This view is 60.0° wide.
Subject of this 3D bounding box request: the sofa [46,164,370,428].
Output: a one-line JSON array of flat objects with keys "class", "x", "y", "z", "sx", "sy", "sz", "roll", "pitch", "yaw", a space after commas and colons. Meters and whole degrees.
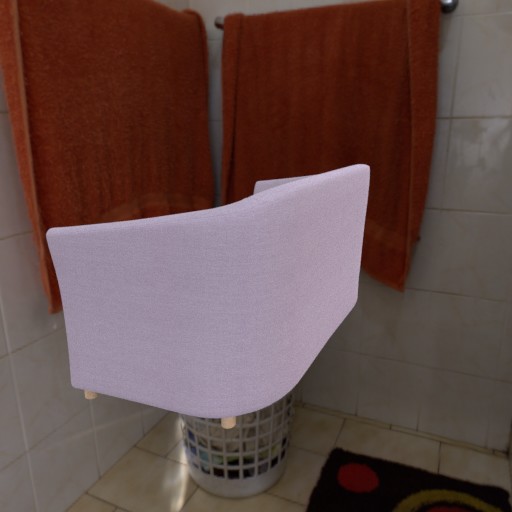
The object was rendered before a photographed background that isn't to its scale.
[{"class": "sofa", "x": 0.000, "y": 0.000, "z": 1.853, "sx": 0.705, "sy": 0.721, "sz": 1.452, "roll": 8, "pitch": 18, "yaw": 25}]
